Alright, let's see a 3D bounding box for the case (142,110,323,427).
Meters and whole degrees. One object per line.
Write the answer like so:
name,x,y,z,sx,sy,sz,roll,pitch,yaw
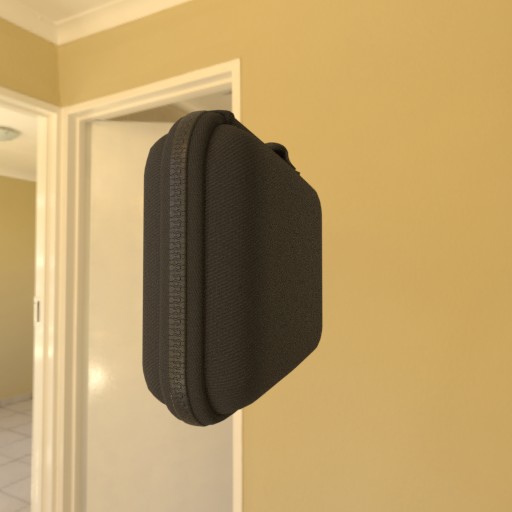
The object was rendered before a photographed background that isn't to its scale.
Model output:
case,0.000,0.000,0.182,0.038,0.105,0.132,-1,-2,19
